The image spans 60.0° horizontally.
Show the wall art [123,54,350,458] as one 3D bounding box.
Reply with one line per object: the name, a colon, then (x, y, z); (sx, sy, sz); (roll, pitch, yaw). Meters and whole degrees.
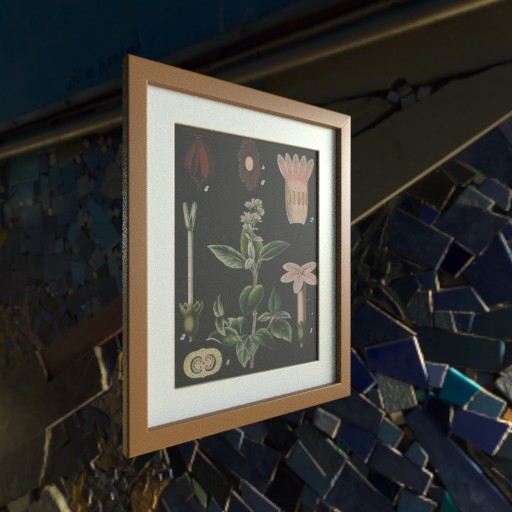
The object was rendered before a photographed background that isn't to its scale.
wall art: (0.000, 0.000, 0.743); (0.449, 0.550, 0.021); (0, 0, -37)
